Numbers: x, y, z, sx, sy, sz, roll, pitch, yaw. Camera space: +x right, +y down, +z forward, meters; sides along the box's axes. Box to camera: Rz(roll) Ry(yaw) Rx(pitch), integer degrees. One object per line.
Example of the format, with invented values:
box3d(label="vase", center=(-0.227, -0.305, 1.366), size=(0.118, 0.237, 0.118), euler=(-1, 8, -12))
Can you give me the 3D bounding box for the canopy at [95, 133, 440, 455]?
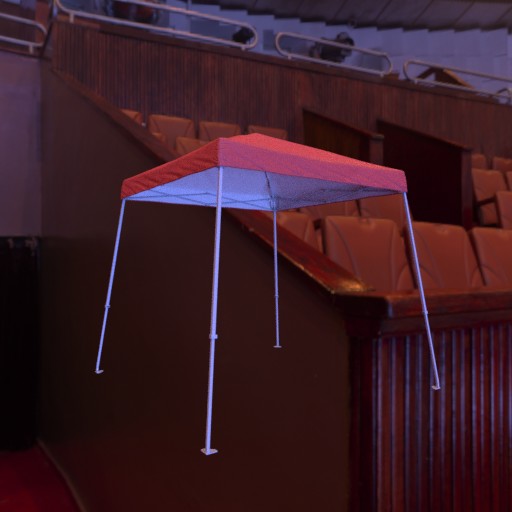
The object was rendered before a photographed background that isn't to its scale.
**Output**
box3d(label="canopy", center=(0.000, 0.000, 6.480), size=(3.599, 3.600, 3.600), euler=(0, -1, -35))
